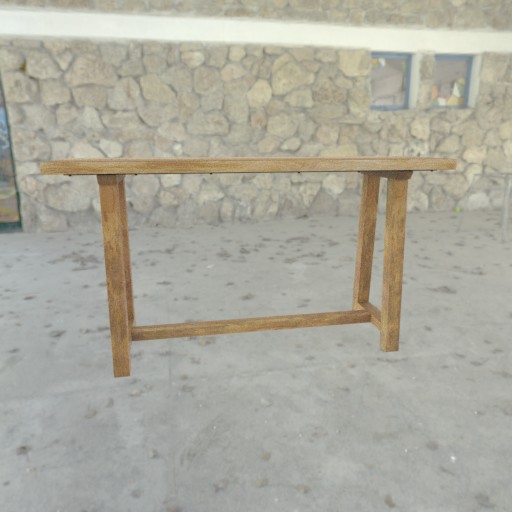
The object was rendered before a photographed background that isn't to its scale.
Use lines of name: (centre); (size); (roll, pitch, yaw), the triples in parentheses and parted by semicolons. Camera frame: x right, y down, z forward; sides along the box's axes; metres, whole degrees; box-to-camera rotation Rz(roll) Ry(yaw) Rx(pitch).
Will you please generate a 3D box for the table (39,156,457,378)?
table: (0.000, 0.000, 1.886); (1.524, 0.810, 0.405); (-3, 15, -11)
